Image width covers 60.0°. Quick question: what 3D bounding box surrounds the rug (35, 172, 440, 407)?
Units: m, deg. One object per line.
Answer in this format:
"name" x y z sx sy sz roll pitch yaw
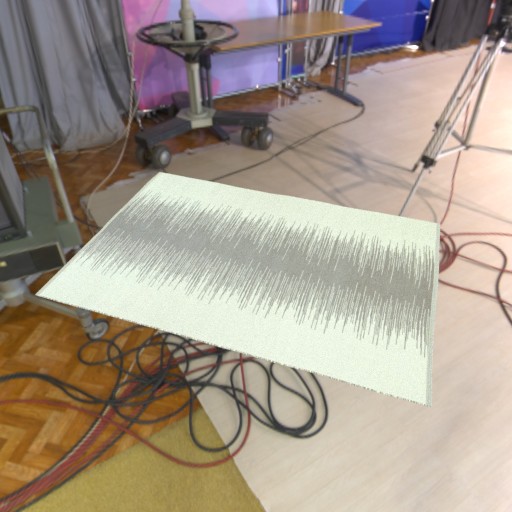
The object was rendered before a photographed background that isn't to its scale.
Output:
"rug" 0.000 0.000 2.320 1.815 0.007 1.226 13 42 14
